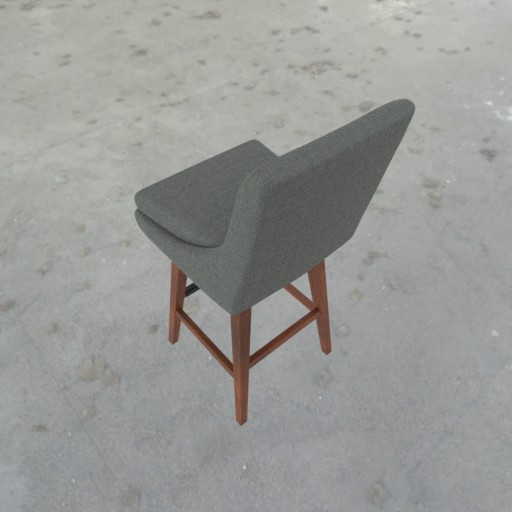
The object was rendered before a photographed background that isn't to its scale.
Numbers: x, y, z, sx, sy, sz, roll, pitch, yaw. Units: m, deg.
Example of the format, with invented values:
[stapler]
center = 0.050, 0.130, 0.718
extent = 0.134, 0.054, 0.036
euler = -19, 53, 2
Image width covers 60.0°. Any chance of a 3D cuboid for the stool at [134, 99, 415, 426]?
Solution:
[stool]
center = 0.000, 0.000, 1.233
extent = 0.447, 0.977, 0.524
euler = -32, 54, -27
